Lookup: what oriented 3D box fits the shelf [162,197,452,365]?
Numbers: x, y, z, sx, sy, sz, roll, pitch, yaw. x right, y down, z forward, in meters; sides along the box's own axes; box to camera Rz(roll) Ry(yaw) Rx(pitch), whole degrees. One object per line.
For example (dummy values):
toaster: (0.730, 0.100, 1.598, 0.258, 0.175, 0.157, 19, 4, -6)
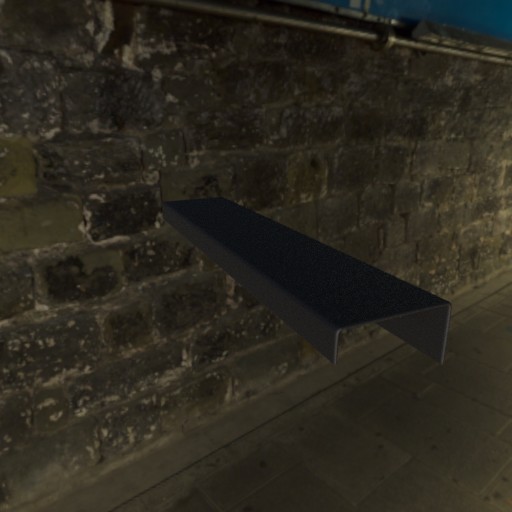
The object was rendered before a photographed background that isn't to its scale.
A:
shelf: (0.000, 0.000, 0.503, 0.102, 0.053, 0.456, -8, 20, -24)
